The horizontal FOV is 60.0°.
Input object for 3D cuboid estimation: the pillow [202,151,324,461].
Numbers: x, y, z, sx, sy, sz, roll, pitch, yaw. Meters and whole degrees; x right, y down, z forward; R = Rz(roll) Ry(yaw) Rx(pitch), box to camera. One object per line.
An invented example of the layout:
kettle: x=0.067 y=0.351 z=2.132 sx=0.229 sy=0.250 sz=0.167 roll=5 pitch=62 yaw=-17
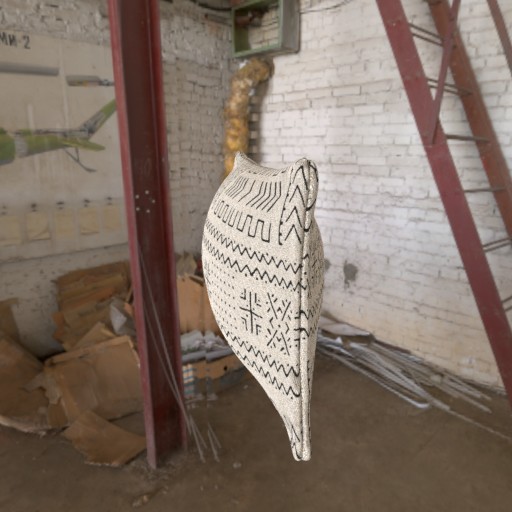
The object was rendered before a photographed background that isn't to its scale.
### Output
pillow: x=0.000 y=0.000 z=0.778 sx=0.188 sy=0.352 sz=0.637 roll=-2 pitch=14 yaw=-8
